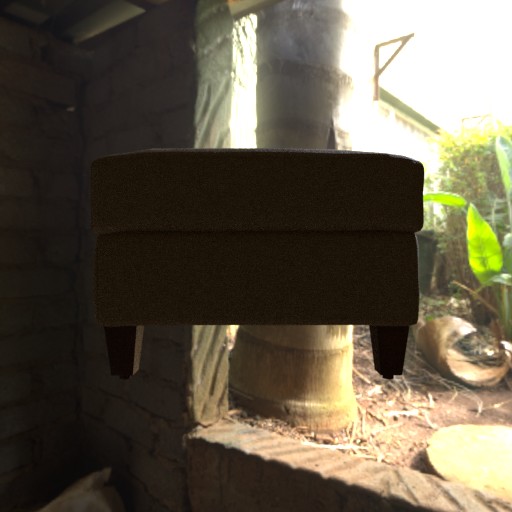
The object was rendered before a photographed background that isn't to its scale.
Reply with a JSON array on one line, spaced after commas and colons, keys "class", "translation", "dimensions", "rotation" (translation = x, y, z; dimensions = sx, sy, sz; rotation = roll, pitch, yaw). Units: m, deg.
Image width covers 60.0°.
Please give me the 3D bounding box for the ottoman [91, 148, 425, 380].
[{"class": "ottoman", "translation": [0.000, 0.000, 1.306], "dimensions": [0.692, 0.511, 0.889], "rotation": [0, 1, 0]}]
